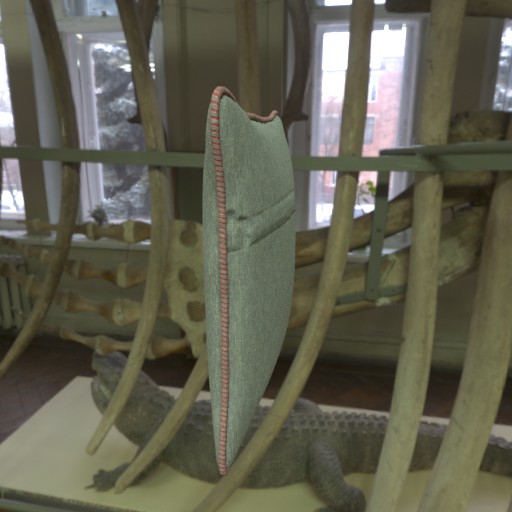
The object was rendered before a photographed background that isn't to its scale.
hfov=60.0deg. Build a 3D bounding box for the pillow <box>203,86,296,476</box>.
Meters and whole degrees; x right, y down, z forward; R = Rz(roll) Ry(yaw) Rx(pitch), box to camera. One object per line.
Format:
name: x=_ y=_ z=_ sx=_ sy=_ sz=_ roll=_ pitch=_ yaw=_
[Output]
pillow: x=0.000 y=0.000 z=0.742 sx=0.124 sy=0.491 sz=0.482 roll=3 pitch=15 yaw=10
